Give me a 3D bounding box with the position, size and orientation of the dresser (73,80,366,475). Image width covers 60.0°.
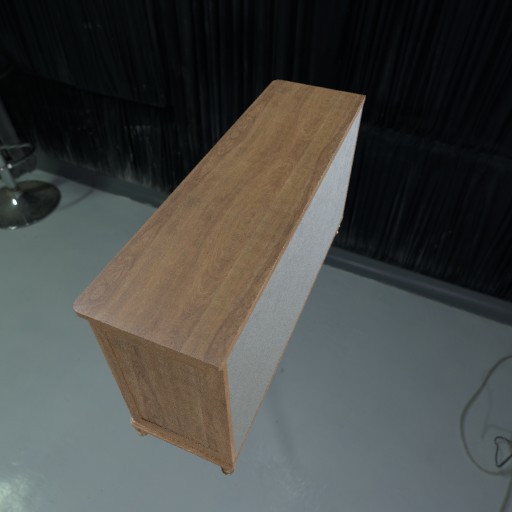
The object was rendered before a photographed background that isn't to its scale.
[{"bbox_3d":[0.000,0.000,1.997,0.468,0.892,1.583,17,48,16],"label":"dresser"}]
